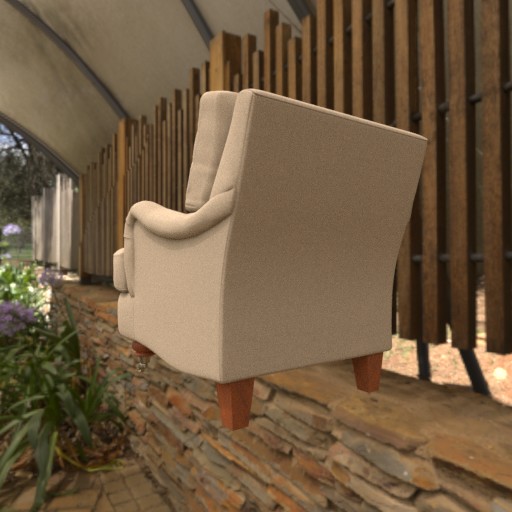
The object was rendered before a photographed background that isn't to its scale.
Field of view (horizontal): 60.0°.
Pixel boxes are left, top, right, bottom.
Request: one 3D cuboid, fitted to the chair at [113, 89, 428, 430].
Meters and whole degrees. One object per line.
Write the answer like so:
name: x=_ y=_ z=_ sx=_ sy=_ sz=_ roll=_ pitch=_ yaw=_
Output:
chair: x=0.000 y=0.000 z=1.852 sx=0.895 sy=1.076 sz=1.078 roll=0 pitch=0 yaw=-37
